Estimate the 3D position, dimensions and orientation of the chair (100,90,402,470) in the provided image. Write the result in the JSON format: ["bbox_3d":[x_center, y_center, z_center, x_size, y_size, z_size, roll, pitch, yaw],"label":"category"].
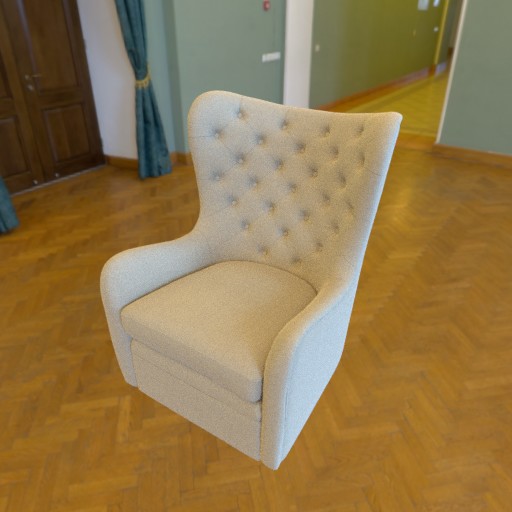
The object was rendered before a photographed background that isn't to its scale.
[{"bbox_3d":[0.000,0.000,1.727,0.831,1.079,0.929,18,35,28],"label":"chair"}]
